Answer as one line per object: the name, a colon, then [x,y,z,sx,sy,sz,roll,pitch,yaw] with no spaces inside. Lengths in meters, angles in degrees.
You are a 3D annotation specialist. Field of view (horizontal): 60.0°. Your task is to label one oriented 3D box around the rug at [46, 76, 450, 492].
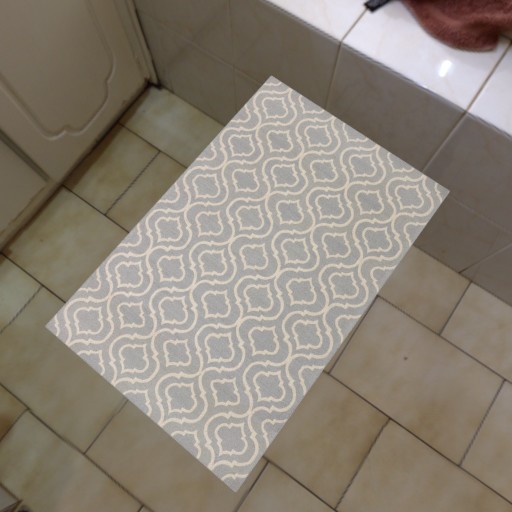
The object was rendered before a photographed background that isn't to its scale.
rug: [0.000,0.000,2.163,1.141,0.015,1.749,37,77,10]
